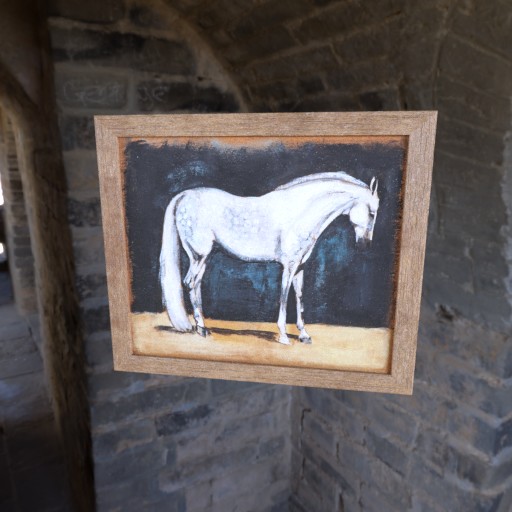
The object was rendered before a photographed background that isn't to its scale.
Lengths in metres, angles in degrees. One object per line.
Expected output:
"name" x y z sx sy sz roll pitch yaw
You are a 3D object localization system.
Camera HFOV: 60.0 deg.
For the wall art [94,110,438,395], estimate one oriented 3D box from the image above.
"wall art" 0.000 0.000 0.959 0.690 0.588 0.026 2 13 9
